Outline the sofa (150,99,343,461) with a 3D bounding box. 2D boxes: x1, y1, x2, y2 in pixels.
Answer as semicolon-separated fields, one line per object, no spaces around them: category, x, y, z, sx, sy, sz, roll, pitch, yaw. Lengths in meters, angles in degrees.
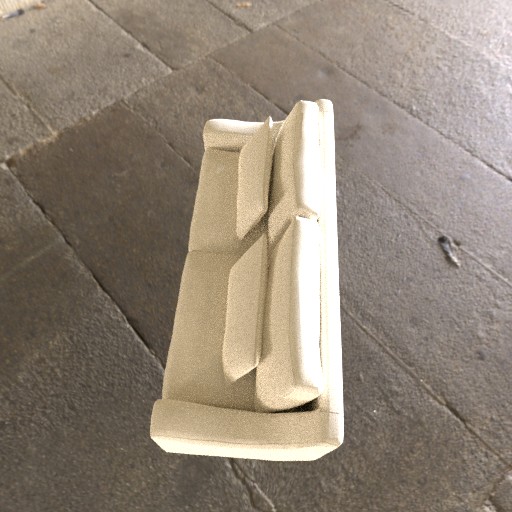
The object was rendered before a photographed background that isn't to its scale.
sofa;0.000;0.000;3.045;1.009;1.022;2.470;3;59;2
